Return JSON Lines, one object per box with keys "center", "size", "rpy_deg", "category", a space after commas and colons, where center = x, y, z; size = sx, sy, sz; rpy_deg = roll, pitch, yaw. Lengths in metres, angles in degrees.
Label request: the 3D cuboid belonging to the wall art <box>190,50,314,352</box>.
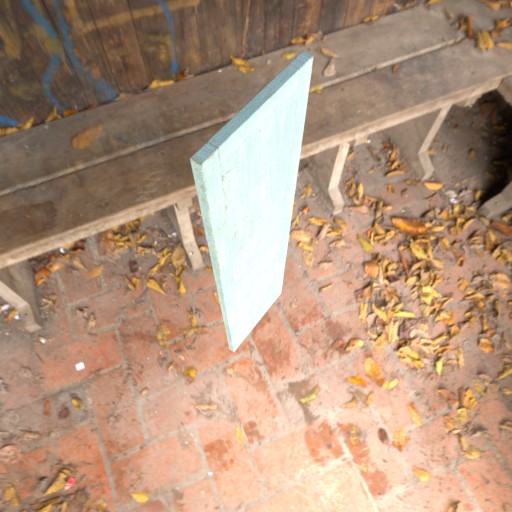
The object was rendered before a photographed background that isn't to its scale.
{"center": [0.000, 0.000, 1.335], "size": [0.025, 1.219, 0.329], "rpy_deg": [35, 68, 16], "category": "wall art"}
